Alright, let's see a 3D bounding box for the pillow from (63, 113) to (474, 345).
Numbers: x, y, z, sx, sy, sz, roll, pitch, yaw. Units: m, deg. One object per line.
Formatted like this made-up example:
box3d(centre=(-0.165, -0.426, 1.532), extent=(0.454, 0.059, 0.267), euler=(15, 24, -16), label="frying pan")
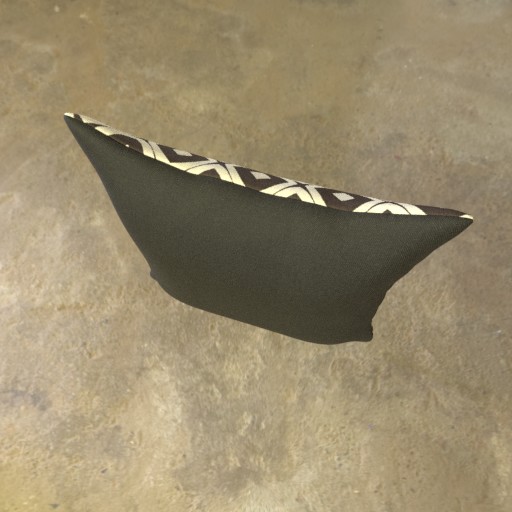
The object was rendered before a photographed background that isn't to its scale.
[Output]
box3d(centre=(0.000, 0.000, 0.739), extent=(0.504, 0.494, 0.188), euler=(16, 65, 8), label="pillow")
